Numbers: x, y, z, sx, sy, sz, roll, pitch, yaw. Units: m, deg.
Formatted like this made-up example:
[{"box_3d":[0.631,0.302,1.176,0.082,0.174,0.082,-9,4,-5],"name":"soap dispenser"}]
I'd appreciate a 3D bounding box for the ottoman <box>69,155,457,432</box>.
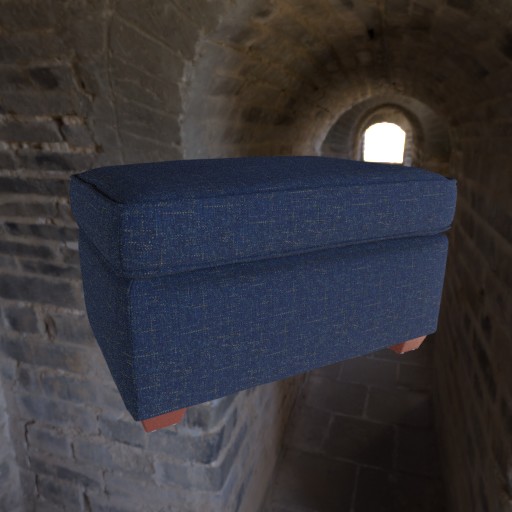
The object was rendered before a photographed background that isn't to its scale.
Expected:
[{"box_3d":[0.000,0.000,1.045,0.749,0.450,0.549,-8,18,-27],"name":"ottoman"}]
